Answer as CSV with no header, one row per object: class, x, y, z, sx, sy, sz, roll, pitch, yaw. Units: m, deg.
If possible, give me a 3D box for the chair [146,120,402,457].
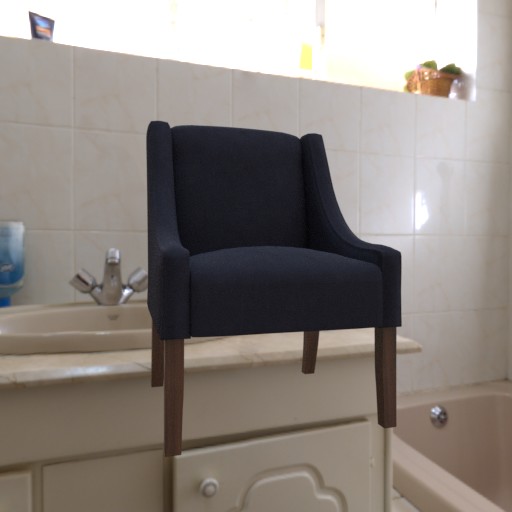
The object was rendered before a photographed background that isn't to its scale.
chair,0.000,0.000,1.349,0.629,0.895,0.629,0,1,-16
